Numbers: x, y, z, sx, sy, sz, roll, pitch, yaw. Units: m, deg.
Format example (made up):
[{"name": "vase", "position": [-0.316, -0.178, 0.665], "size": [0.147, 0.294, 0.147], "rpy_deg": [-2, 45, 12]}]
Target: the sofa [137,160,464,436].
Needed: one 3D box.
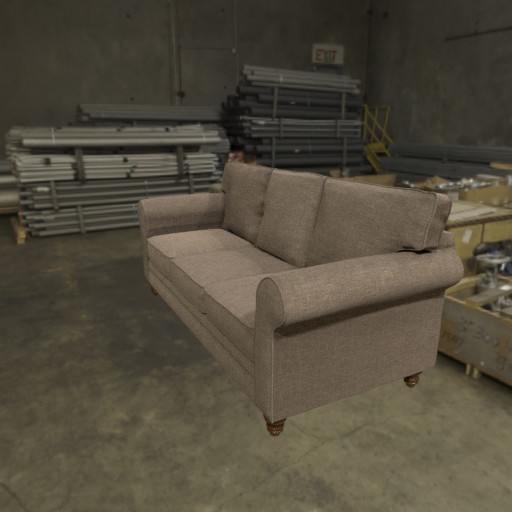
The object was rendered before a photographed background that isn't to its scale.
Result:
[{"name": "sofa", "position": [0.000, 0.000, 2.580], "size": [0.916, 0.961, 2.084], "rpy_deg": [-8, 18, -27]}]
